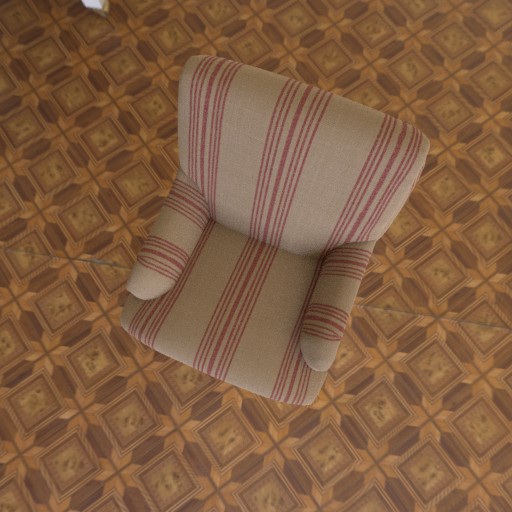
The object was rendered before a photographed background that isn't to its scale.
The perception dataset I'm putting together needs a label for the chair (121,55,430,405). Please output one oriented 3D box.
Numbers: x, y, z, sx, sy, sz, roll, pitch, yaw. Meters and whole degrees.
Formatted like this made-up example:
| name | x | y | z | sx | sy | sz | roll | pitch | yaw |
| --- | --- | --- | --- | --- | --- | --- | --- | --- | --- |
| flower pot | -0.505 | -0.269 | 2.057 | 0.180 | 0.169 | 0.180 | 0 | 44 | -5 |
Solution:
| name | x | y | z | sx | sy | sz | roll | pitch | yaw |
| --- | --- | --- | --- | --- | --- | --- | --- | --- | --- |
| chair | 0.000 | 0.000 | 1.880 | 0.933 | 1.123 | 1.058 | 21 | 77 | 5 |
